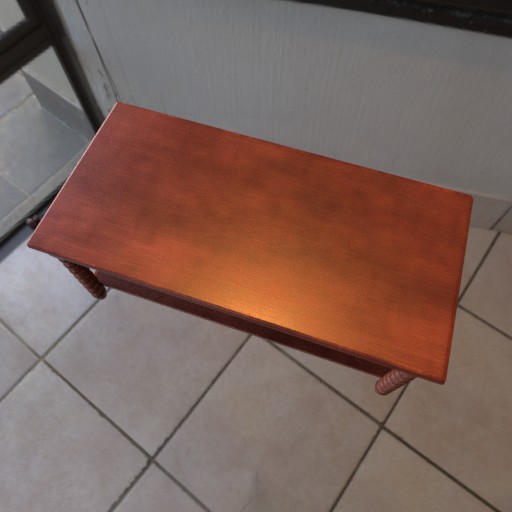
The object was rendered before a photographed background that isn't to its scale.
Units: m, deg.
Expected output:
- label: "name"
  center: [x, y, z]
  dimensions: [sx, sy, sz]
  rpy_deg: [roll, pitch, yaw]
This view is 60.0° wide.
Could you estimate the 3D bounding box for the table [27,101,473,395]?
- label: "table"
  center: [0.000, 0.000, 1.490]
  dimensions: [1.171, 0.485, 0.580]
  rpy_deg: [17, 65, 8]
